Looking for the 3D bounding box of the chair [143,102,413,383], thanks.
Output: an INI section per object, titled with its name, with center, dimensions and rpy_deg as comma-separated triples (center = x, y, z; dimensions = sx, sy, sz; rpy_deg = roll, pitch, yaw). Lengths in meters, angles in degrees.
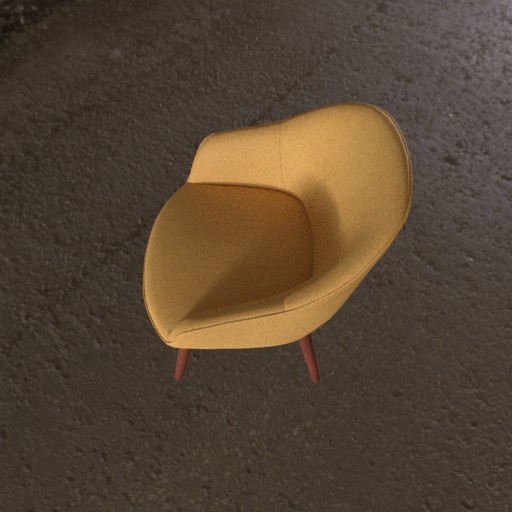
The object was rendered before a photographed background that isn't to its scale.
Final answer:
[chair]
center = 0.000, 0.000, 1.260
dimensions = 0.635, 0.823, 0.596
rpy_deg = 1, 59, 0
